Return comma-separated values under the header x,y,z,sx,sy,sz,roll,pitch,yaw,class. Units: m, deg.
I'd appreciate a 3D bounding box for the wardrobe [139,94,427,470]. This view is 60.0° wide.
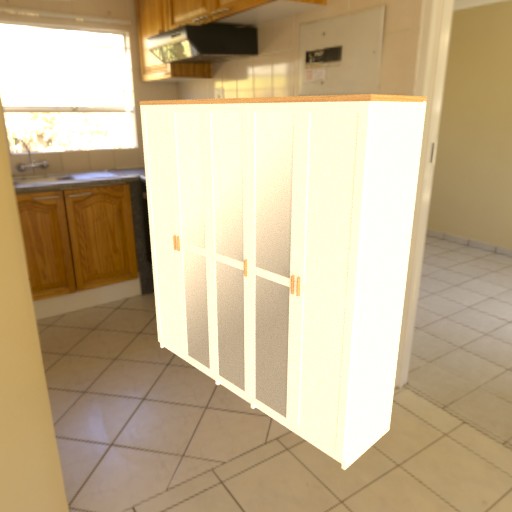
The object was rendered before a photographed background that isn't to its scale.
x,y,z,sx,sy,sz,roll,pitch,yaw,class
0.000,0.000,3.389,0.590,2.260,2.160,-17,24,-41,wardrobe
